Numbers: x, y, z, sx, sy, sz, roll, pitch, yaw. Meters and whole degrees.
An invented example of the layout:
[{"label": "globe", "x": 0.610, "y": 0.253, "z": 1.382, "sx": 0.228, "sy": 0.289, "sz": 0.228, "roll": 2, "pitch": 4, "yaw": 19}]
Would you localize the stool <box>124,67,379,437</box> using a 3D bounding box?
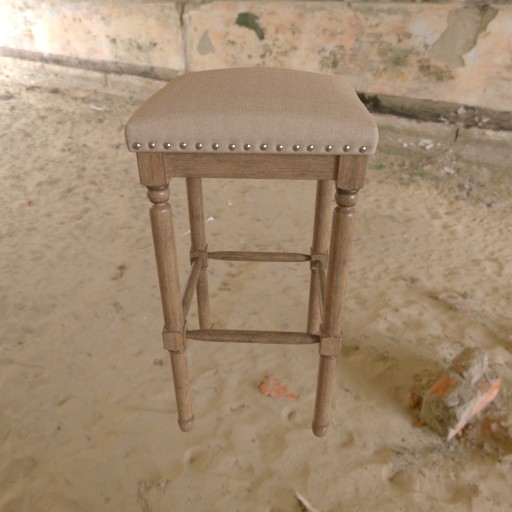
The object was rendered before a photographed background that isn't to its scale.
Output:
[{"label": "stool", "x": 0.000, "y": 0.000, "z": 0.985, "sx": 0.383, "sy": 0.768, "sz": 0.382, "roll": 1, "pitch": 31, "yaw": 2}]
